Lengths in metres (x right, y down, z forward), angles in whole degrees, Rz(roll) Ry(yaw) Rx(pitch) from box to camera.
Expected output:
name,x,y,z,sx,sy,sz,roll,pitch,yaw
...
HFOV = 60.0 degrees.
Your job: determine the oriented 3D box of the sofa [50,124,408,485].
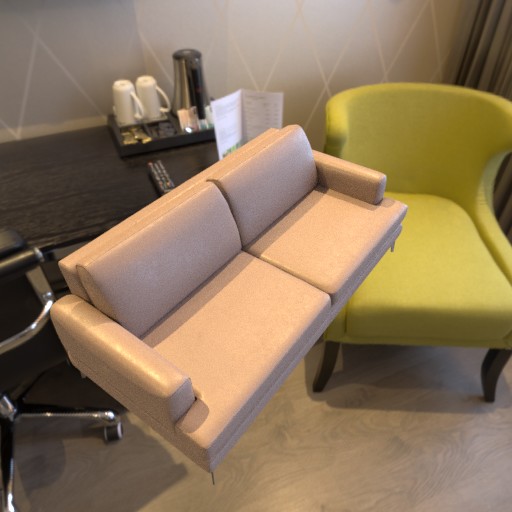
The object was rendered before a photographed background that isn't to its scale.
name,x,y,z,sx,sy,sz,roll,pitch,yaw
sofa,0.000,0.000,2.400,0.974,0.765,1.940,26,48,26
